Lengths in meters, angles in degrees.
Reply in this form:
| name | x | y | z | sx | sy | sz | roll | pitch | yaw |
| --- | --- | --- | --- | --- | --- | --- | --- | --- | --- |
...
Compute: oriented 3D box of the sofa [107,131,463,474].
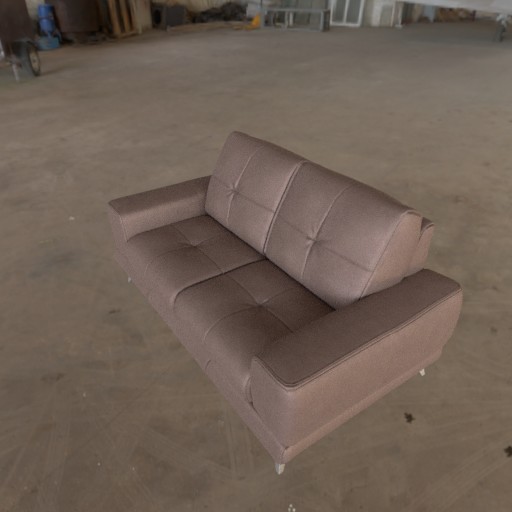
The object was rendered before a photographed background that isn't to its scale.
| name | x | y | z | sx | sy | sz | roll | pitch | yaw |
| --- | --- | --- | --- | --- | --- | --- | --- | --- | --- |
| sofa | 0.000 | 0.000 | 2.333 | 1.018 | 0.907 | 1.806 | -21 | 38 | -29 |
